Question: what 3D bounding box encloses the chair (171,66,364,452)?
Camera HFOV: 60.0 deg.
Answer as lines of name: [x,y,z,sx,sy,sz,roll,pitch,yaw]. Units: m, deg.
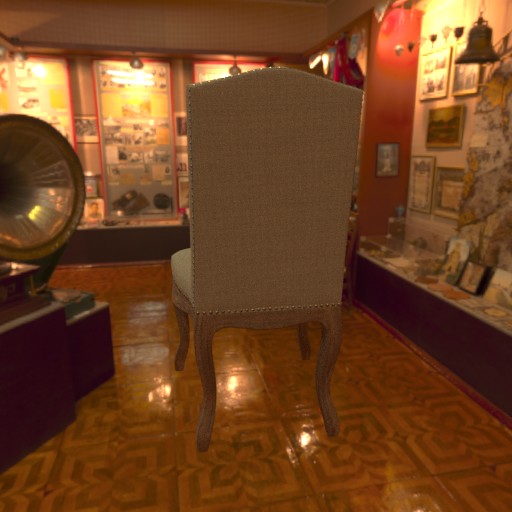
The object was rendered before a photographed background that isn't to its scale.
chair: [0.000,0.000,1.626,0.637,1.191,0.731,-2,14,-10]
